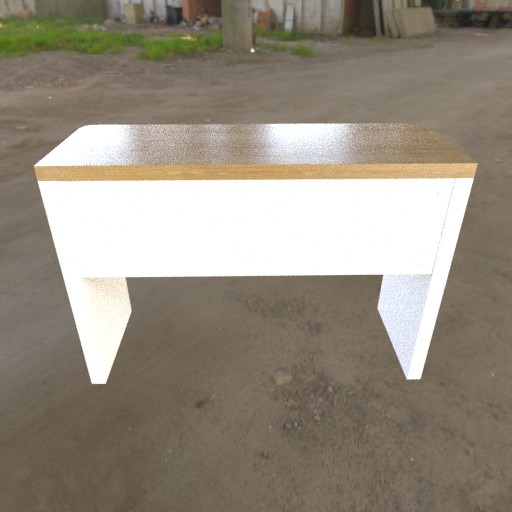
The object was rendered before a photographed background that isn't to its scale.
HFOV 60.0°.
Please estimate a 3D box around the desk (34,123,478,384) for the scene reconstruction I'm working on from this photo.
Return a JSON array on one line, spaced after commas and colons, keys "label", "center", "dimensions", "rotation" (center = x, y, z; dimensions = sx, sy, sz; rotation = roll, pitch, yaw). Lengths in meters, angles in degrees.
[{"label": "desk", "center": [0.000, 0.000, 1.460], "dimensions": [1.100, 0.760, 0.390], "rotation": [-1, 31, -1]}]
